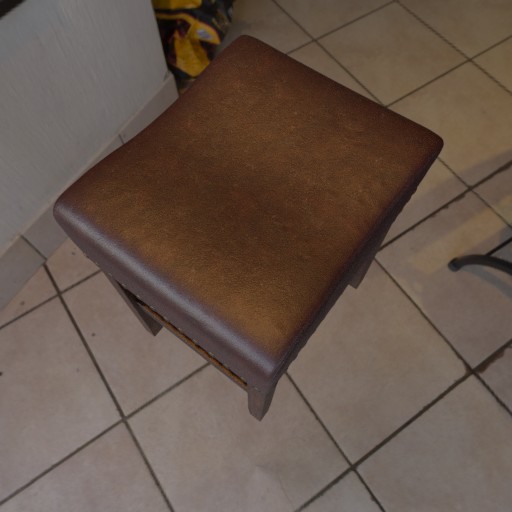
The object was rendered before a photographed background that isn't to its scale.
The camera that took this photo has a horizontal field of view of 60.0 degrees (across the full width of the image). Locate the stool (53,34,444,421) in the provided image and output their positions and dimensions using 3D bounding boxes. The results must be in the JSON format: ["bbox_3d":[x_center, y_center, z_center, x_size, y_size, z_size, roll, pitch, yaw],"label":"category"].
[{"bbox_3d":[0.000,0.000,0.913,0.397,0.608,0.465,34,69,15],"label":"stool"}]
